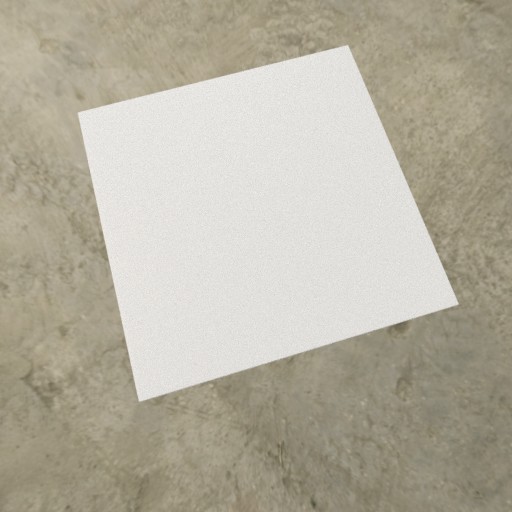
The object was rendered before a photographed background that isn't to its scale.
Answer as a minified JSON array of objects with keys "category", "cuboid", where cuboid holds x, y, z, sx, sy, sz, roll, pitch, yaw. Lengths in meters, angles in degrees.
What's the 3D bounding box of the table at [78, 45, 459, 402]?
[{"category":"table","cuboid":[0.000,0.000,0.783,0.381,0.483,0.381,-16,74,-5]}]
